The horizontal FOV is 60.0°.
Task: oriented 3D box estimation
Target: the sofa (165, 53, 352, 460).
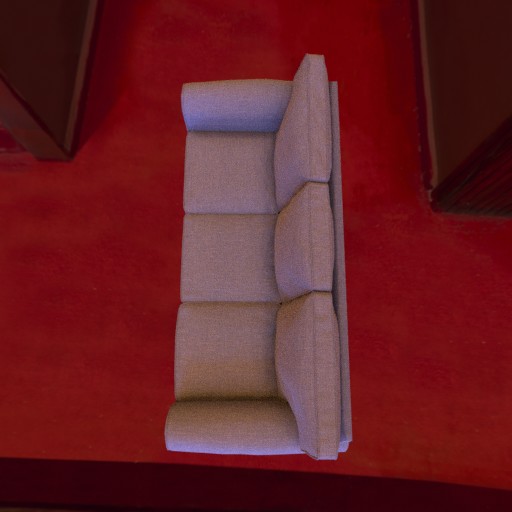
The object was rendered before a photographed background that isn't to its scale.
[{"bbox_3d":[0.000,0.000,2.574,0.916,0.961,2.084,0,77,0],"label":"sofa"}]
